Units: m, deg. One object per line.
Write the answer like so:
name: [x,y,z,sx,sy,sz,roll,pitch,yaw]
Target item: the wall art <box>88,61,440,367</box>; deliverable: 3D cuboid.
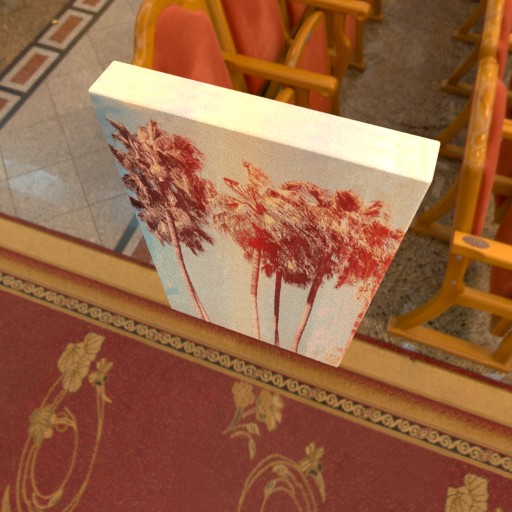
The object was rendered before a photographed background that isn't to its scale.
wall art: [0.000,0.000,0.473,0.251,0.380,0.039,18,60,11]
